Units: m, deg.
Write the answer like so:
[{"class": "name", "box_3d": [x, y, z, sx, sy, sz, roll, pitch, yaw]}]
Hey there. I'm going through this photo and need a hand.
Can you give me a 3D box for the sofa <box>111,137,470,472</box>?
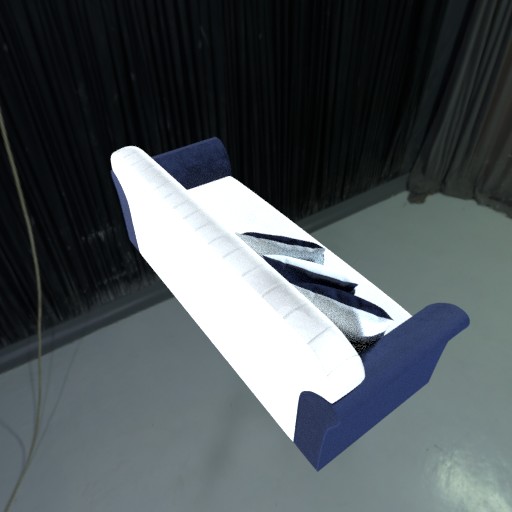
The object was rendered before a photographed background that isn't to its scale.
[{"class": "sofa", "box_3d": [0.000, 0.000, 2.384, 0.749, 0.789, 2.006, -26, 48, -26]}]
